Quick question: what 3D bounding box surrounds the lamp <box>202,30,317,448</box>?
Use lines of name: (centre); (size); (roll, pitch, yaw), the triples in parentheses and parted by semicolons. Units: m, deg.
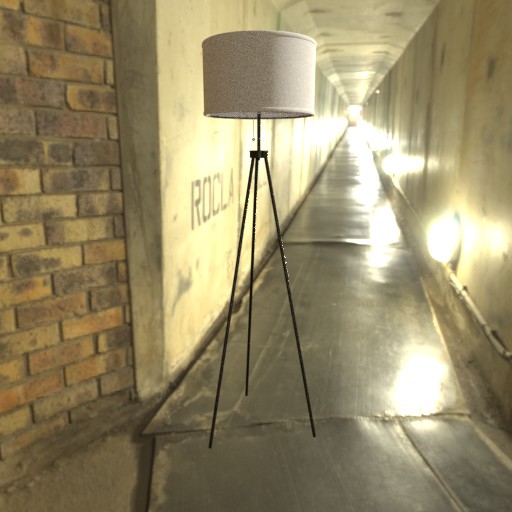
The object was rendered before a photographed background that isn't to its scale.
lamp: (0.000, 0.000, 1.746); (0.448, 1.545, 0.458); (13, 19, 42)
